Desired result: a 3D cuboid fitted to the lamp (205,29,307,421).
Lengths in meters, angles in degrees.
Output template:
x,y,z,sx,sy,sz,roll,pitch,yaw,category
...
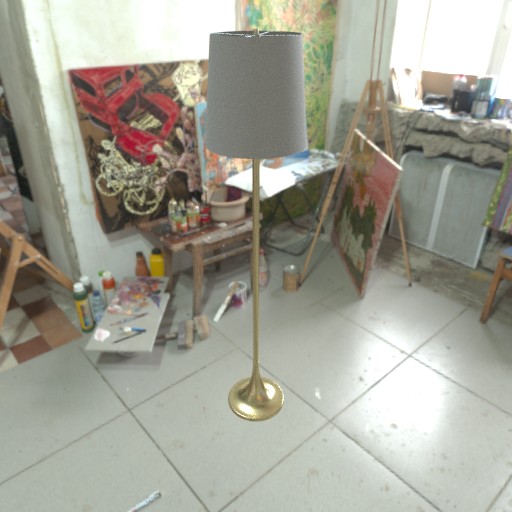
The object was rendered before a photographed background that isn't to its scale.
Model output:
x,y,z,sx,sy,sz,roll,pitch,yaw,category
0.000,0.000,1.691,0.337,1.543,0.337,0,30,0,lamp
